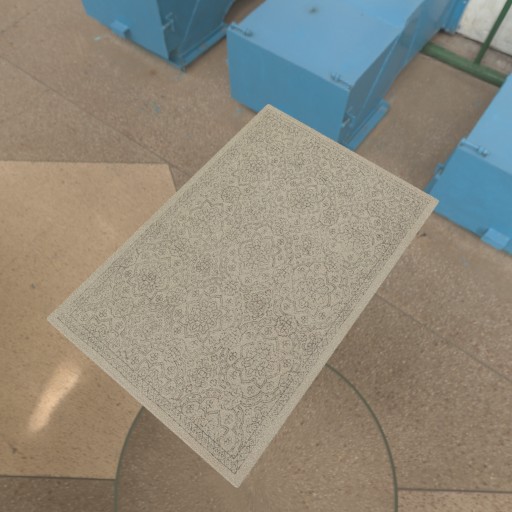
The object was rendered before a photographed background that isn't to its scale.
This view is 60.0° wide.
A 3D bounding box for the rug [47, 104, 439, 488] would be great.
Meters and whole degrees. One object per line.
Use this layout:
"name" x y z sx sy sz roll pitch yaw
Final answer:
"rug" 0.000 0.000 2.355 1.219 0.010 1.829 35 68 16
